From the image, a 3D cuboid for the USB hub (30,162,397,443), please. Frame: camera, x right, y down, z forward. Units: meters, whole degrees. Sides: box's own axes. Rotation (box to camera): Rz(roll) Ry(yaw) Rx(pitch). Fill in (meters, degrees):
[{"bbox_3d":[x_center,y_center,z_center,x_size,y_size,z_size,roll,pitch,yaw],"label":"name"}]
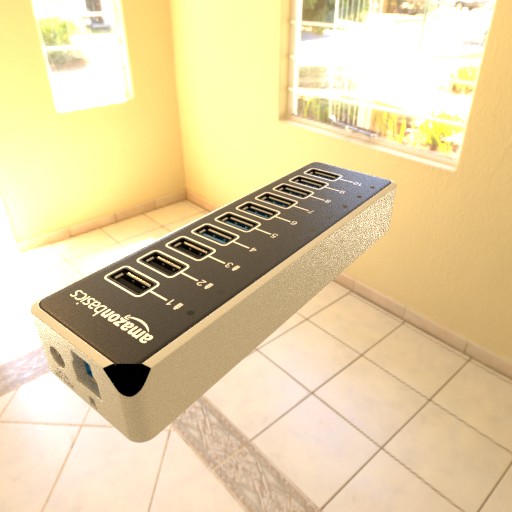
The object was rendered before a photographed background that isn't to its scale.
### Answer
[{"bbox_3d":[0.000,0.000,0.161,0.044,0.023,0.145,23,39,32],"label":"USB hub"}]
